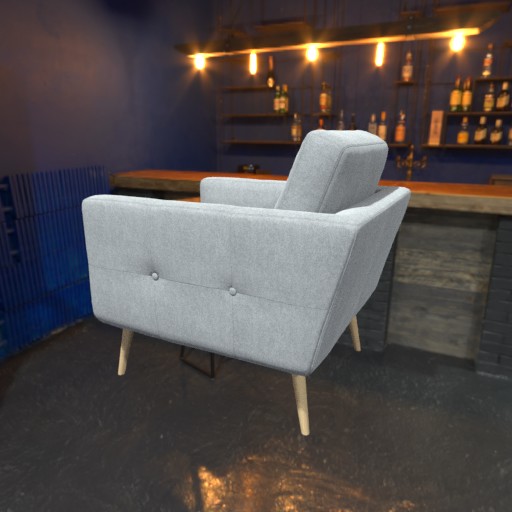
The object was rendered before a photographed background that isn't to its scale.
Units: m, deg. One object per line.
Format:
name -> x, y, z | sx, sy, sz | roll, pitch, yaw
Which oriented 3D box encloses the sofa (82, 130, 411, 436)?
sofa -> 0.000, 0.000, 1.574 | 0.920, 0.860, 0.770 | 8, 18, 26
